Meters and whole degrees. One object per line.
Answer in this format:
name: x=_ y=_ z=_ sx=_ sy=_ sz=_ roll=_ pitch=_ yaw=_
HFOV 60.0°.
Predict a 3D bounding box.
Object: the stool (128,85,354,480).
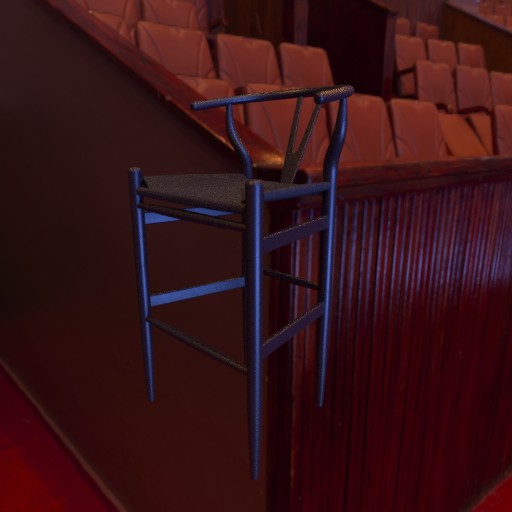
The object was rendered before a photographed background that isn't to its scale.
stool: x=0.000 y=0.000 z=1.452 sx=0.569 sy=1.072 sz=0.579 roll=15 pitch=22 yaw=43
